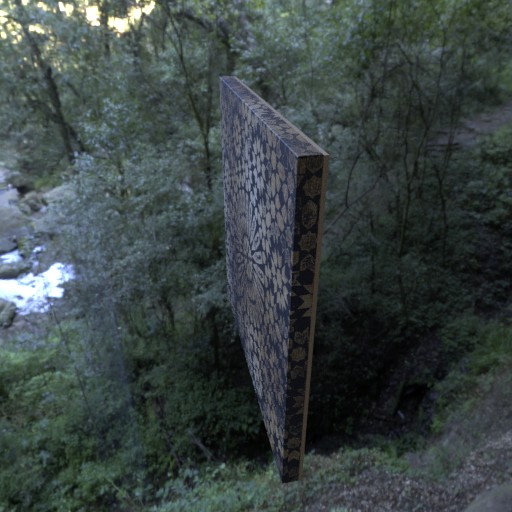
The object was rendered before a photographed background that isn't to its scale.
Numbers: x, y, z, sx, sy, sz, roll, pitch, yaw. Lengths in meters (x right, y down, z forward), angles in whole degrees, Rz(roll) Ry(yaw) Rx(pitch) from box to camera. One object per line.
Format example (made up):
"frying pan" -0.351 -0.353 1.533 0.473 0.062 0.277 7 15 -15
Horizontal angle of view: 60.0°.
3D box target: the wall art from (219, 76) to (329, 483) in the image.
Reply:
"wall art" 0.000 0.000 0.916 0.038 0.612 0.612 -6 31 -11
